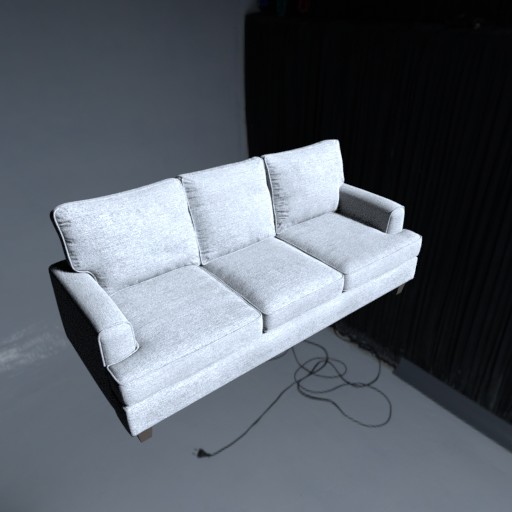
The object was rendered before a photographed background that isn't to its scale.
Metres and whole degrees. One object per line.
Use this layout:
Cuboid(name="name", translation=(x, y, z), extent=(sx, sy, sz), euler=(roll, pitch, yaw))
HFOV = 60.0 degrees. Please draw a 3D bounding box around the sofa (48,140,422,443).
Cuboid(name="sofa", translation=(0.000, 0.000, 2.687), extent=(2.158, 0.965, 0.951), euler=(-22, 37, -32))
